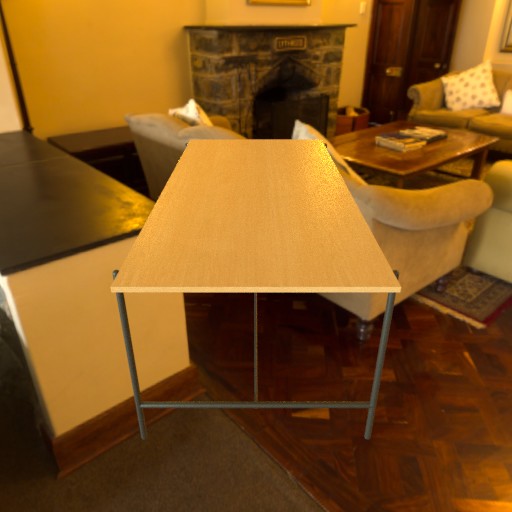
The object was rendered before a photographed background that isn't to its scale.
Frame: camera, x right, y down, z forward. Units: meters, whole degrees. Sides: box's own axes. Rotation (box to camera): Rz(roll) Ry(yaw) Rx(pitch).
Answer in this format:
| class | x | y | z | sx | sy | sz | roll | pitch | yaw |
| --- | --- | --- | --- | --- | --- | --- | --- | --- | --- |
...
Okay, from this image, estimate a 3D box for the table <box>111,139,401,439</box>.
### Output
| class | x | y | z | sx | sy | sz | roll | pitch | yaw |
| --- | --- | --- | --- | --- | --- | --- | --- | --- | --- |
| table | 0.000 | 0.000 | 2.272 | 0.900 | 0.758 | 1.800 | 0 | 28 | 0 |
